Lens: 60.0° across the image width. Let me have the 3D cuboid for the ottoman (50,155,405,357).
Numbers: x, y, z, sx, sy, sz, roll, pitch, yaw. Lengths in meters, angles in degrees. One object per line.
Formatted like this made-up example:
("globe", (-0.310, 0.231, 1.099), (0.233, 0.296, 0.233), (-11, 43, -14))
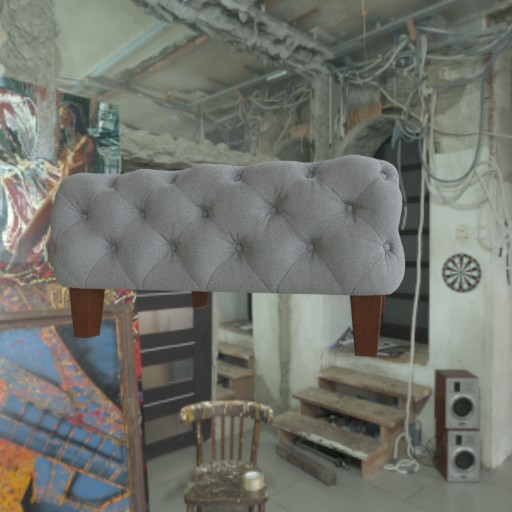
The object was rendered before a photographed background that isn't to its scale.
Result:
("ottoman", (0.000, 0.000, 1.449), (0.911, 0.439, 0.917), (0, 0, 17))
